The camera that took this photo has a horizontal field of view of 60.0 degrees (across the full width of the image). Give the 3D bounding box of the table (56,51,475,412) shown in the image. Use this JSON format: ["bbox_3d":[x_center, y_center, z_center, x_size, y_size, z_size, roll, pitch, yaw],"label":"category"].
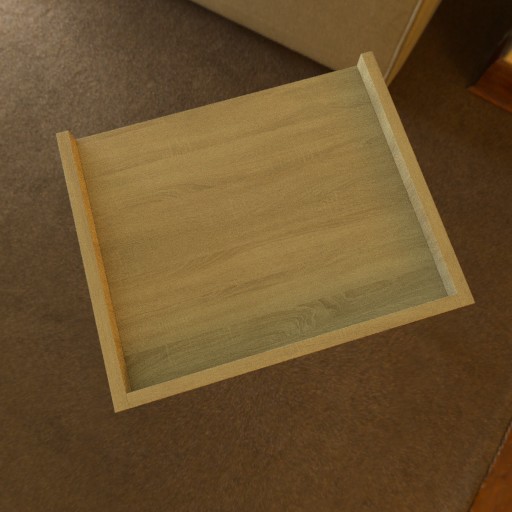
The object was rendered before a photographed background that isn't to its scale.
[{"bbox_3d":[0.000,0.000,0.797,0.450,0.470,0.370,-16,77,-4],"label":"table"}]
